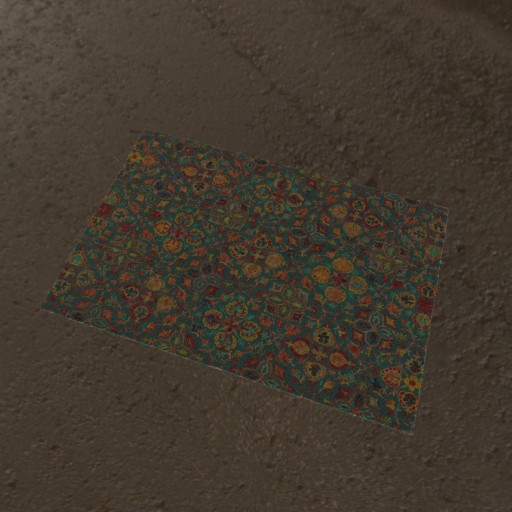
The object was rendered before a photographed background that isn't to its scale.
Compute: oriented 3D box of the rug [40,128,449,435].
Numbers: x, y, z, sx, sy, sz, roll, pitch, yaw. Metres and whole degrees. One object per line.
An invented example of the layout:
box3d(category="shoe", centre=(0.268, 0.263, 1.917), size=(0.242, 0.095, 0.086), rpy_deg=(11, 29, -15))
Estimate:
box3d(category="rug", centre=(0.000, 0.000, 2.875), size=(2.290, 0.016, 1.527), rpy_deg=(17, 64, 8))
